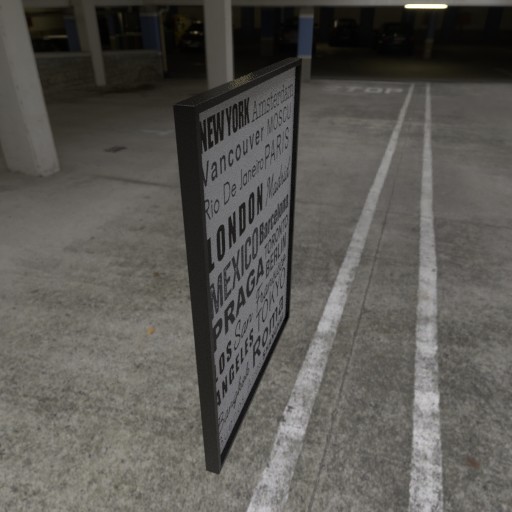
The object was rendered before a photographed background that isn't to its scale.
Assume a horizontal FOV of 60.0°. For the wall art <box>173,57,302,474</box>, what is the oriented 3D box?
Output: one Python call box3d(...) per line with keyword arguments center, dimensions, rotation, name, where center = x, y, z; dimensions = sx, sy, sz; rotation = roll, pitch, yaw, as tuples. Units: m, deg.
box3d(center=(0.000, 0.000, 1.368), dimensions=(0.043, 1.046, 0.788), rotation=(10, 31, 16), name="wall art")
